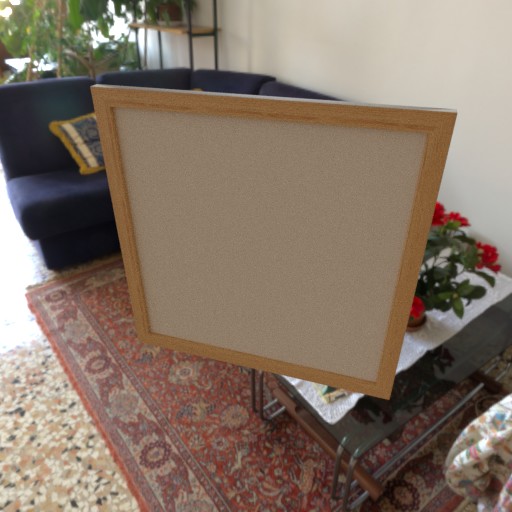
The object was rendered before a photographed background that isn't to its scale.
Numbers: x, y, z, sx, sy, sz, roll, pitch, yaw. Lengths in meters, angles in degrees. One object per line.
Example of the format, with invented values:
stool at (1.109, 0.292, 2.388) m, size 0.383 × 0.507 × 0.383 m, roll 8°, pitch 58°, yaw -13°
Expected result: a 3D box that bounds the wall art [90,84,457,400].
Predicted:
wall art at (0.000, 0.000, 1.100) m, size 0.762 × 0.762 × 0.027 m, roll 9°, pitch 33°, yaw 15°
